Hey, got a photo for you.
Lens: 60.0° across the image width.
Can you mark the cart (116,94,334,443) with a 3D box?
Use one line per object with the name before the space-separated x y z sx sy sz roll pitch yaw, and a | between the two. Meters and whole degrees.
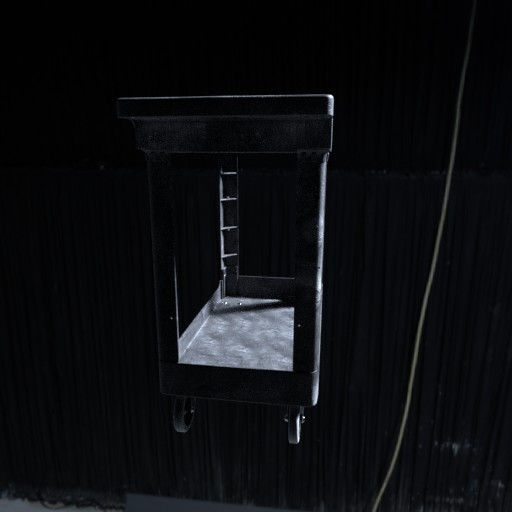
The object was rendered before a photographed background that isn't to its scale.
cart | 0.000 0.000 1.336 0.420 0.824 0.877 2 14 9
